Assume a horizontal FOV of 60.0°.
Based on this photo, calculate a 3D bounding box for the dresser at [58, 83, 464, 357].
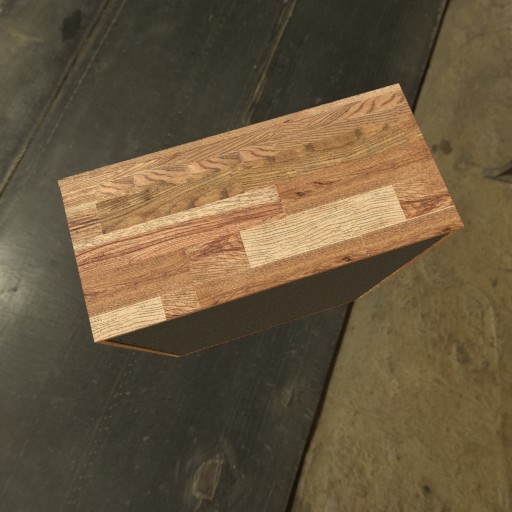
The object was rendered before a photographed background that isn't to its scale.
[{"bbox_3d":[0.000,0.000,1.754,0.966,1.243,0.480,-17,76,-4],"label":"dresser"}]
